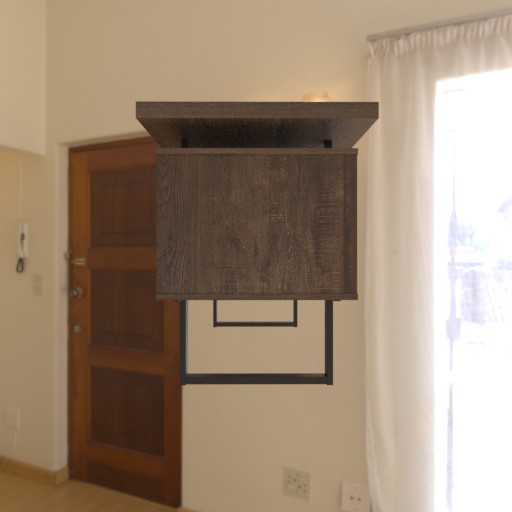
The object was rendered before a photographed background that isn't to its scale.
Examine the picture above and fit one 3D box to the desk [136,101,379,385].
[{"bbox_3d":[0.000,0.000,1.855,0.600,0.760,1.524,0,0,0],"label":"desk"}]
